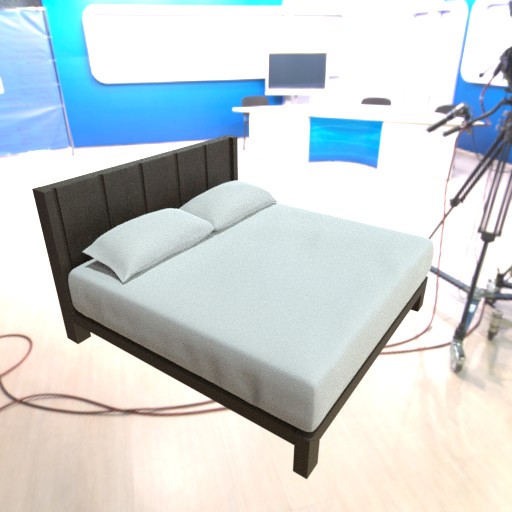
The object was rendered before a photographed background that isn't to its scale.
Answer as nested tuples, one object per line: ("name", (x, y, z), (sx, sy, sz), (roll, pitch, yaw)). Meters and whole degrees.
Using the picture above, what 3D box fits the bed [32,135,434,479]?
("bed", (0.000, 0.000, 3.508), (2.238, 1.261, 2.143), (18, 32, 31))
